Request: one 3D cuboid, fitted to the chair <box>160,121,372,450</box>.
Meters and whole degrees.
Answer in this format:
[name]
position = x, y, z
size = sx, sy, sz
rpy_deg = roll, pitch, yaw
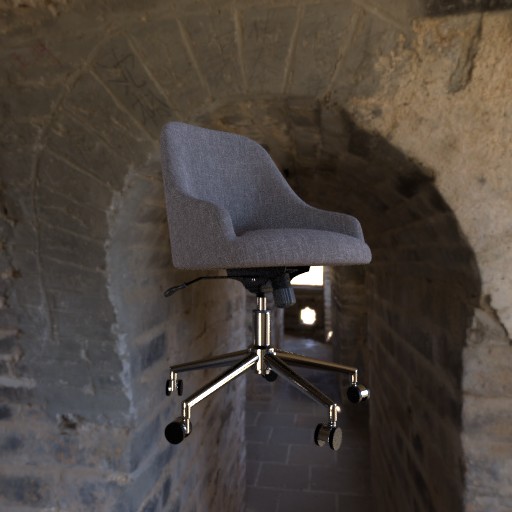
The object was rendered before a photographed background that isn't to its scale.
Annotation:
[chair]
position = 0.000, 0.000, 1.372
size = 0.671, 0.950, 0.712
rpy_deg = 0, 0, -38
